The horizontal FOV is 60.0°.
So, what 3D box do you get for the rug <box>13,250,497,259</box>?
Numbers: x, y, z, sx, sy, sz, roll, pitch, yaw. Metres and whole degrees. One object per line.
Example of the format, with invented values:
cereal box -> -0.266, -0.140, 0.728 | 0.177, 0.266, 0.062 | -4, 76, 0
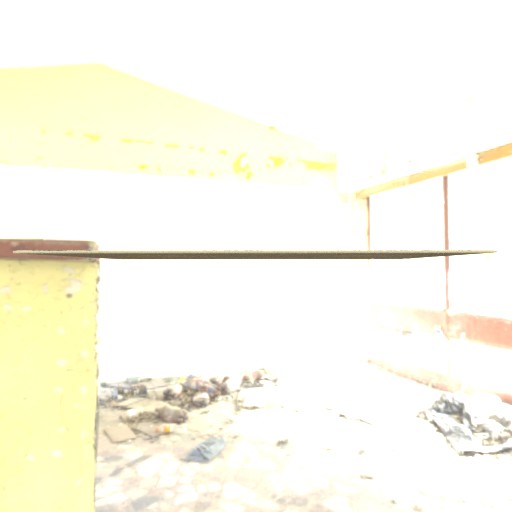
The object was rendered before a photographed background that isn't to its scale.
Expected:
rug -> 0.000, 0.000, 2.277 | 1.831, 0.012, 1.213 | 0, -2, 2
